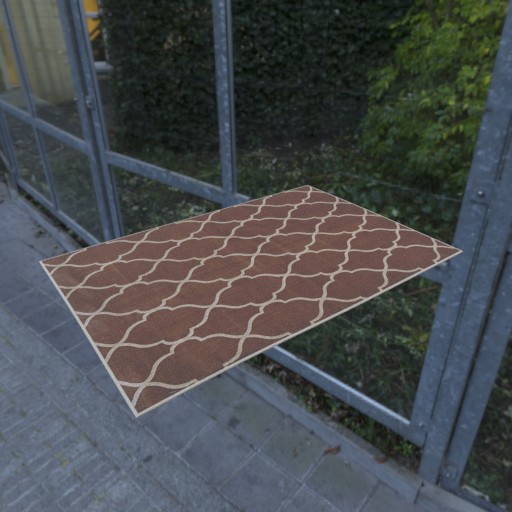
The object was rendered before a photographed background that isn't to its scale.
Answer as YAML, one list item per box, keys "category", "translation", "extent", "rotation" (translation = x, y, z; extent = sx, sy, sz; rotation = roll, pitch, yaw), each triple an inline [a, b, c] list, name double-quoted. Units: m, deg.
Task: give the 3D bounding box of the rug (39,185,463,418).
- category: "rug"
  translation: [0.000, 0.000, 2.867]
  extent: [2.294, 0.014, 1.528]
  rotation: [-20, 35, -31]
